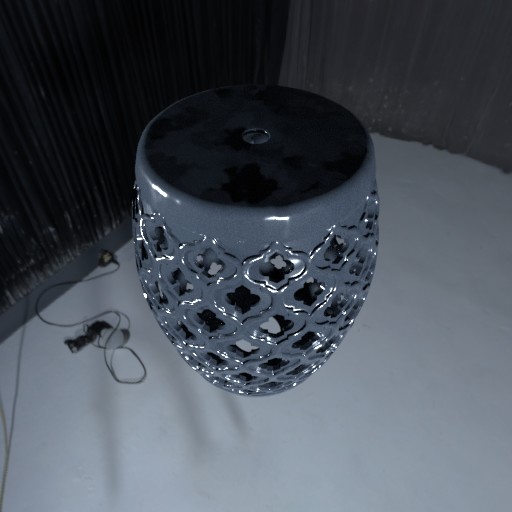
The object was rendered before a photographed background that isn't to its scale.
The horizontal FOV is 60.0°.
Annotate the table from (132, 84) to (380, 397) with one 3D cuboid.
[{"bbox_3d":[0.000,0.000,0.631,0.325,0.388,0.325,0,47,0],"label":"table"}]
